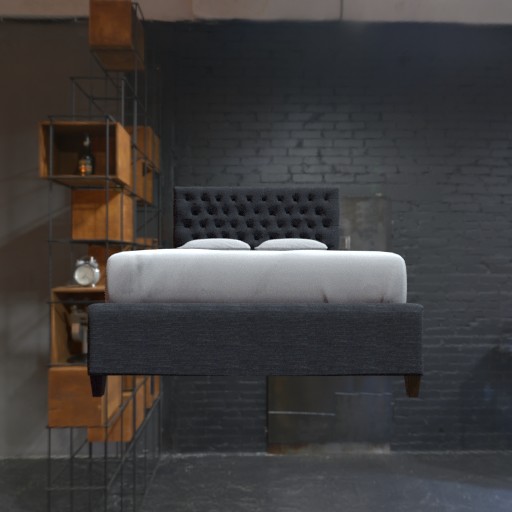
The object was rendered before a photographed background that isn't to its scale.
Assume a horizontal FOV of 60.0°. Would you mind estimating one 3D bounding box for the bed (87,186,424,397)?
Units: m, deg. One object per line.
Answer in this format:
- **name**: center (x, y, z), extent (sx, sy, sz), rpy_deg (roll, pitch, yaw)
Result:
- **bed**: center (0.000, 0.000, 3.375), extent (1.698, 1.427, 2.387), rpy_deg (0, -1, 0)
